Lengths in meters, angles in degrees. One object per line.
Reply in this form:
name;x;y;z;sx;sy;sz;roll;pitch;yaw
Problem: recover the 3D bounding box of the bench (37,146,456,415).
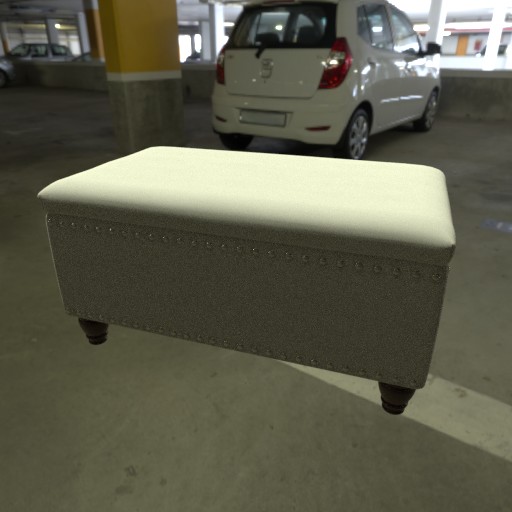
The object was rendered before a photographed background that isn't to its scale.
bench;0.000;0.000;1.167;0.887;0.449;0.500;8;26;17
